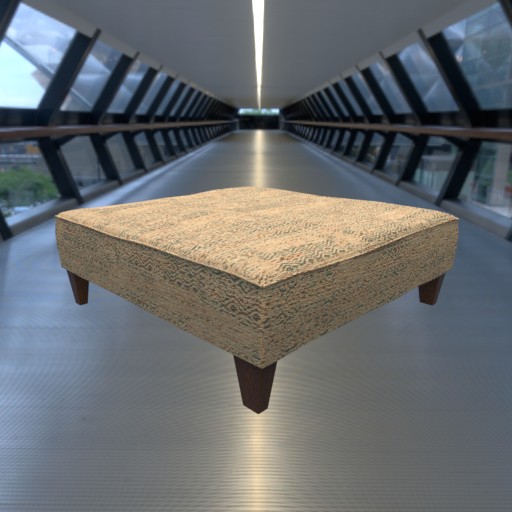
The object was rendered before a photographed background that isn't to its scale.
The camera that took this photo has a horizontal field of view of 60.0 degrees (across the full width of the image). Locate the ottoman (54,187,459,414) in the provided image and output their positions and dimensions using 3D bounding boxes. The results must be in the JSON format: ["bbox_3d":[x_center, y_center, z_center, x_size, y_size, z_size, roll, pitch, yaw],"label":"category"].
[{"bbox_3d":[0.000,0.000,1.539,1.004,0.356,0.968,15,22,43],"label":"ottoman"}]
